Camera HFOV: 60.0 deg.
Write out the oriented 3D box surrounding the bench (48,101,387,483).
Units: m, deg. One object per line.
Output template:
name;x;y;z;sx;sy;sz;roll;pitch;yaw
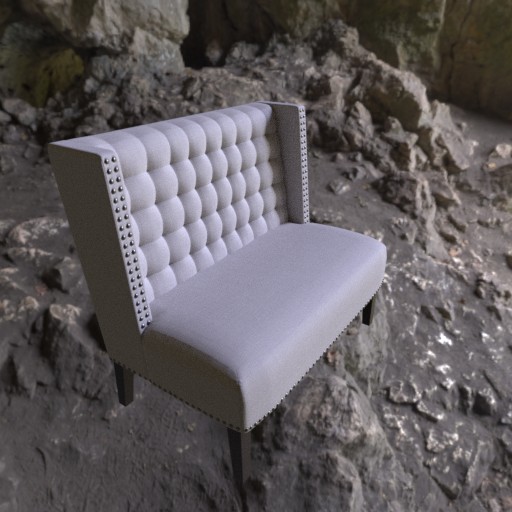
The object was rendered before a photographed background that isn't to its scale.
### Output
bench;0.000;0.000;1.978;0.847;1.123;1.280;18;32;31
